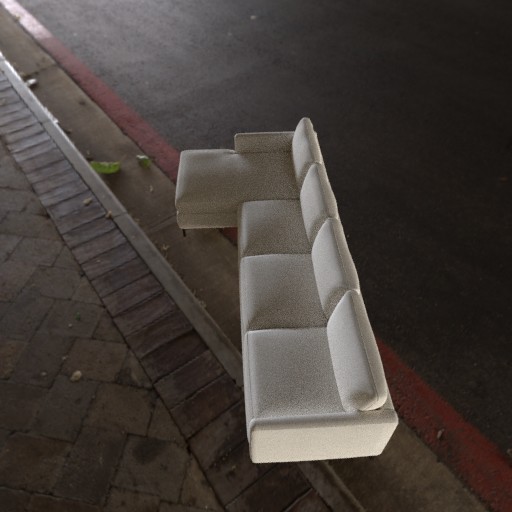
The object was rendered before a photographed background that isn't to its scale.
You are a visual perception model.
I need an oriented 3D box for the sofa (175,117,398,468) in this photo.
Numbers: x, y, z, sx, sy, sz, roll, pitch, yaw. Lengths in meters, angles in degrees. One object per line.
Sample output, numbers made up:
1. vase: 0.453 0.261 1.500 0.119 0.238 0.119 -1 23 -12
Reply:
1. sofa: 0.000 0.000 3.729 1.467 0.875 3.186 -3 47 -2
